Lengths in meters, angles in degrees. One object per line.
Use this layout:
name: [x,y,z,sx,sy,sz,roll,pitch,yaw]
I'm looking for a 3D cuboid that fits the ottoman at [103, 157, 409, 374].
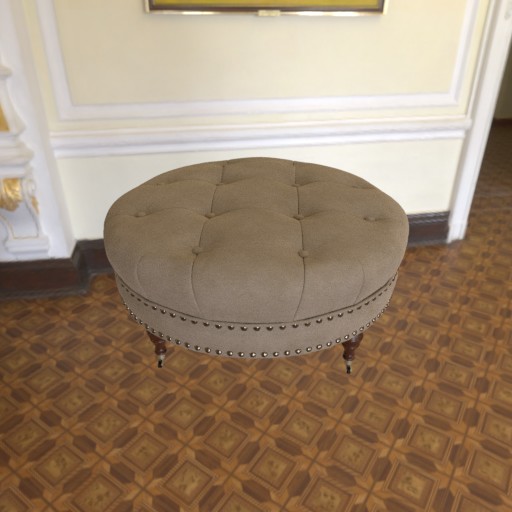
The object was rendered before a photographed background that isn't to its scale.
ottoman: [0.000,0.000,1.395,0.901,0.439,0.901,0,29,0]
